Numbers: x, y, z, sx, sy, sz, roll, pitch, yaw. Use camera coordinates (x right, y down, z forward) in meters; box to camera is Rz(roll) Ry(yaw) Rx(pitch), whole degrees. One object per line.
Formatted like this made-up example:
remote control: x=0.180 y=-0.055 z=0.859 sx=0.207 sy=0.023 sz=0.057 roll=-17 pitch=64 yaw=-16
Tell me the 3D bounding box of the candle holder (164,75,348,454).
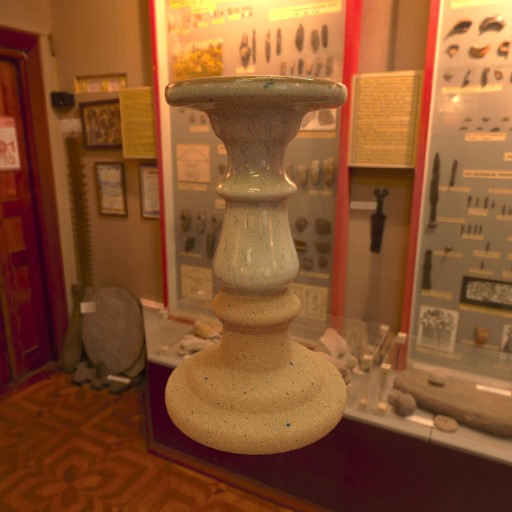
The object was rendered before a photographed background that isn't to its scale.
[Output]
candle holder: x=0.000 y=0.000 z=0.281 sx=0.123 sy=0.202 sz=0.123 roll=0 pitch=15 yaw=0
